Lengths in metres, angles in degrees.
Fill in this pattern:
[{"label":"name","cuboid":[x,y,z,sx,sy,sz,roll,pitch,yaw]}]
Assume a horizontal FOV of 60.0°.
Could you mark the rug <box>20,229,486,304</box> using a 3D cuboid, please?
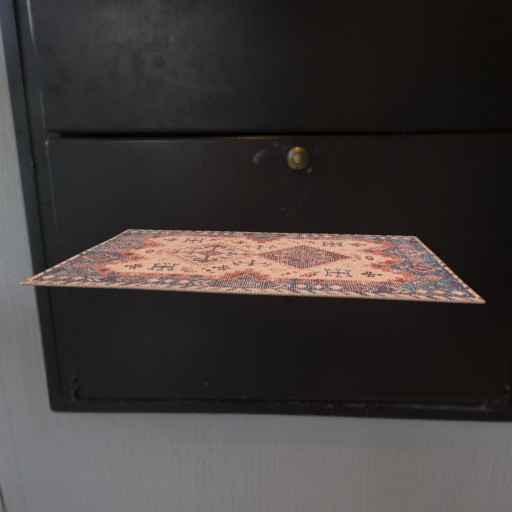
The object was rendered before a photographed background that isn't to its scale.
[{"label":"rug","cuboid":[0.000,0.000,3.042,2.464,0.023,1.521,2,15,7]}]
